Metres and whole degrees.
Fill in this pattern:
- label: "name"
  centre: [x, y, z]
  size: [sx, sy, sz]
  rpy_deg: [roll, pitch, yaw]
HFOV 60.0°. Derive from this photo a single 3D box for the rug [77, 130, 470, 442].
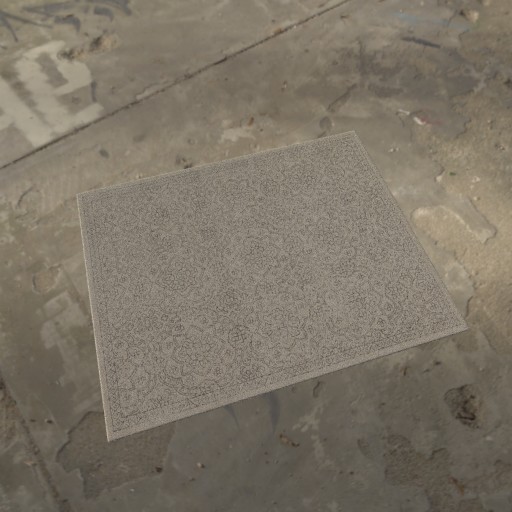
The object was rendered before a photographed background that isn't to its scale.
- label: "rug"
  centre: [0.000, 0.000, 4.117]
  size: [3.050, 0.015, 2.441]
  rpy_deg: [-15, 61, -8]
